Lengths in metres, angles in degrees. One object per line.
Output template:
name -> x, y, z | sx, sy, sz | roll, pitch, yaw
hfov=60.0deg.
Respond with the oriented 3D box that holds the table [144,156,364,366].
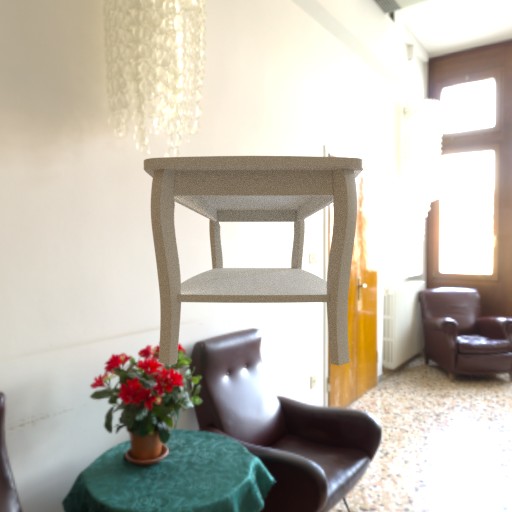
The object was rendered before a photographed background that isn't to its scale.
table -> 0.000, 0.000, 1.645 | 0.561, 0.474, 1.334 | 0, 1, 1
